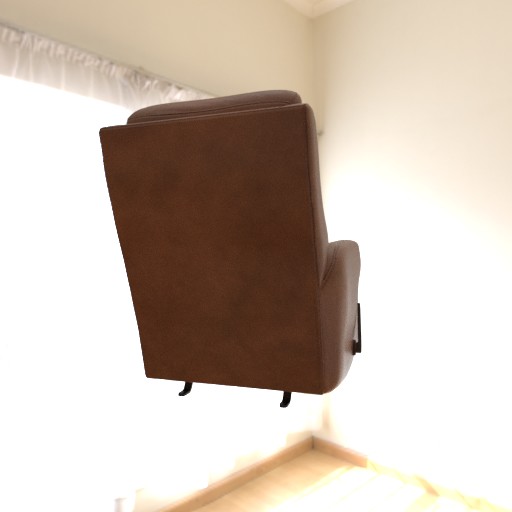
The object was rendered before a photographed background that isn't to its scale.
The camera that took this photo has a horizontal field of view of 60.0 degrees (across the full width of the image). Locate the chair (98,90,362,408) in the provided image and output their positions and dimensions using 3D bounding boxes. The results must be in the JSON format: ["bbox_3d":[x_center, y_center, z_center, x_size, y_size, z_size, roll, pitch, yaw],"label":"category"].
[{"bbox_3d":[0.000,0.000,1.787,0.821,1.016,1.072,0,0,19],"label":"chair"}]
